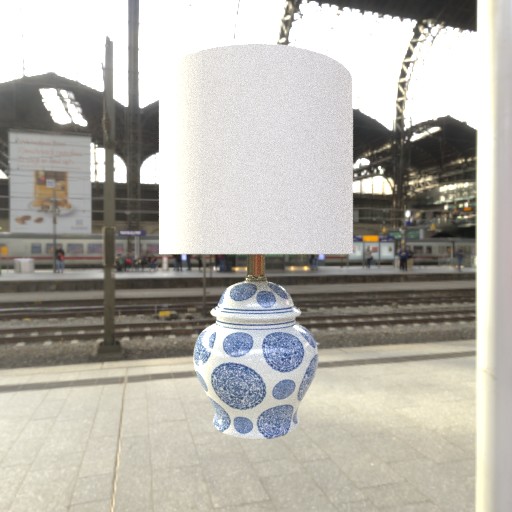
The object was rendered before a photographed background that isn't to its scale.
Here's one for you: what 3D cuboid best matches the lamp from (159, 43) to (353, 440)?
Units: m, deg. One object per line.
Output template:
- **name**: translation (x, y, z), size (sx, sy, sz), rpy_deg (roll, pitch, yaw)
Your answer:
- **lamp**: translation (0.000, 0.000, 0.503), size (0.215, 0.381, 0.215), rpy_deg (0, 0, -17)
